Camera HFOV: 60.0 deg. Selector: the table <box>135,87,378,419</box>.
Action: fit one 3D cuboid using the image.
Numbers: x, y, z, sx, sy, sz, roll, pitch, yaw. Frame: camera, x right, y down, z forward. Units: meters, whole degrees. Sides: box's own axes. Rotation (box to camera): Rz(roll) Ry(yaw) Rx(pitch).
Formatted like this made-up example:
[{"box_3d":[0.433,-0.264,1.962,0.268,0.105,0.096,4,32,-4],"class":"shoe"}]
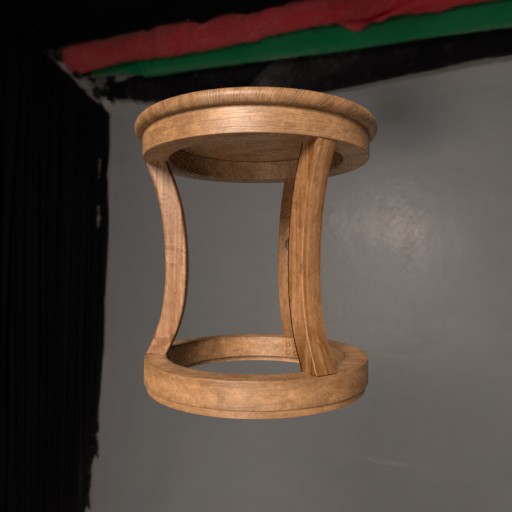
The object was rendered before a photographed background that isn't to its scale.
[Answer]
[{"box_3d":[0.000,0.000,0.815,0.432,0.460,0.432,0,-1,0],"class":"table"}]
